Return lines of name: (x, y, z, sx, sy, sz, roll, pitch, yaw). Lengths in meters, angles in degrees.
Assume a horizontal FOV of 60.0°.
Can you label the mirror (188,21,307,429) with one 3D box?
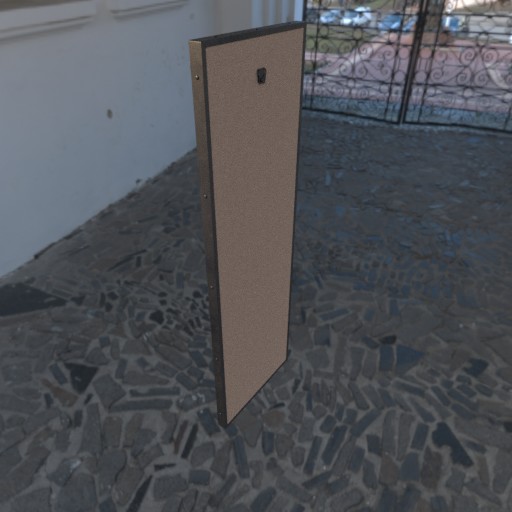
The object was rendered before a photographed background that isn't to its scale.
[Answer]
mirror: (0.000, 0.000, 1.173, 0.042, 1.080, 0.354, 22, 40, 29)
